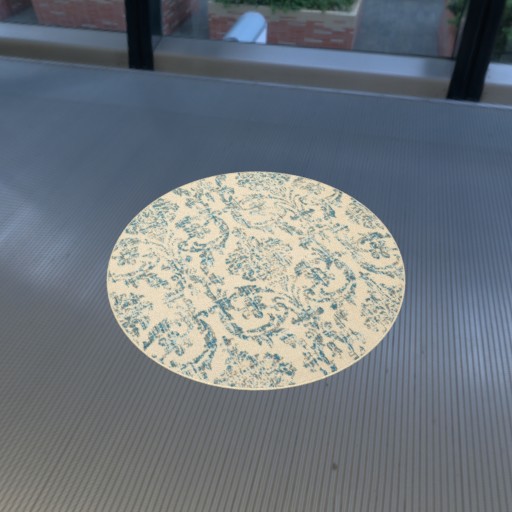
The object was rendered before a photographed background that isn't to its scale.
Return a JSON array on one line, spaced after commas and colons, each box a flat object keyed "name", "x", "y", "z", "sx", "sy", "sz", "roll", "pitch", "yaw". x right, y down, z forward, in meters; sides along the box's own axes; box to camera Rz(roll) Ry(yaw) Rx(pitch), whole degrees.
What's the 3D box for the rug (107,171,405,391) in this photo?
[{"name": "rug", "x": 0.000, "y": 0.000, "z": 2.428, "sx": 1.593, "sy": 0.012, "sz": 1.593, "roll": 0, "pitch": 45, "yaw": 0}]
